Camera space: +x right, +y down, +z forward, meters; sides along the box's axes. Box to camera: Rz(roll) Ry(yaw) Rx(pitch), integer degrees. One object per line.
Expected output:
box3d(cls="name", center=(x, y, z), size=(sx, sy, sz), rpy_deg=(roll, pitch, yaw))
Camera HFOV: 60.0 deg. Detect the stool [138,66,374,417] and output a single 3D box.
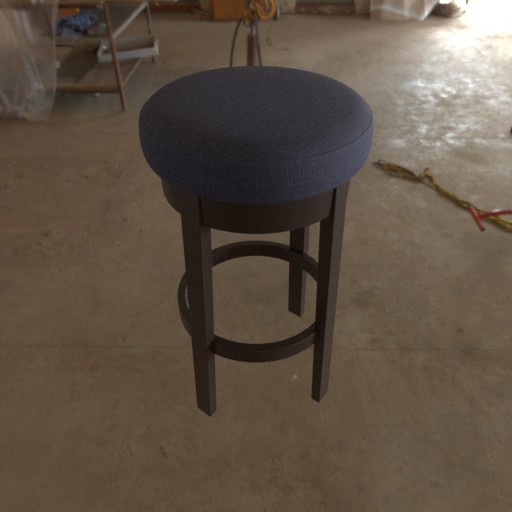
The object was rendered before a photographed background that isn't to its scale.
box3d(cls="stool", center=(0.000, 0.000, 1.033), size=(0.446, 0.758, 0.446), rpy_deg=(0, 40, 0))
